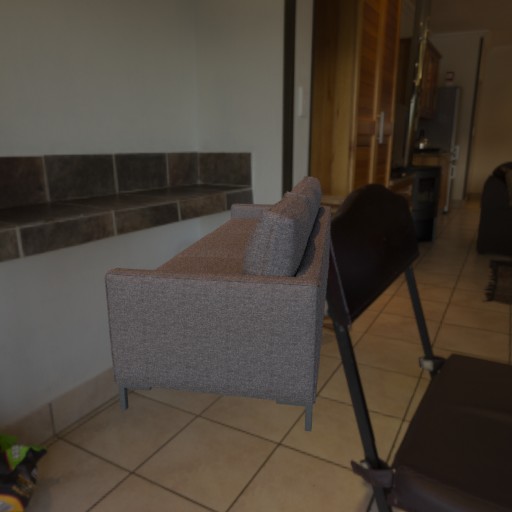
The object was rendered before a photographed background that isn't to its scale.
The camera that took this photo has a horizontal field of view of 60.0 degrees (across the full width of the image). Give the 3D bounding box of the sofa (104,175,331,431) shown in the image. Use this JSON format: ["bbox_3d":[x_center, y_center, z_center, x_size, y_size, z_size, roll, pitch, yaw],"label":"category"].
[{"bbox_3d":[0.000,0.000,2.782,0.876,0.882,2.253,3,14,10],"label":"sofa"}]
